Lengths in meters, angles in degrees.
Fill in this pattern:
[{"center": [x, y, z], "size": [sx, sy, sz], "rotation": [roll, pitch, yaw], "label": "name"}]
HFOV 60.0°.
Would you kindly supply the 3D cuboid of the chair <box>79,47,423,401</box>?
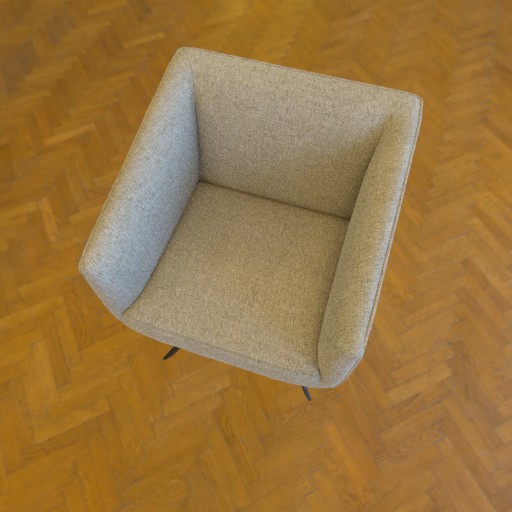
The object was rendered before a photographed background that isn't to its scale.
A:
[{"center": [0.000, 0.000, 1.234], "size": [0.628, 0.760, 0.623], "rotation": [16, 61, 9], "label": "chair"}]
